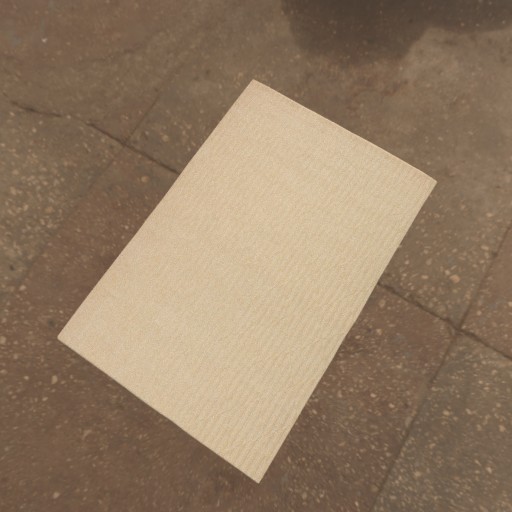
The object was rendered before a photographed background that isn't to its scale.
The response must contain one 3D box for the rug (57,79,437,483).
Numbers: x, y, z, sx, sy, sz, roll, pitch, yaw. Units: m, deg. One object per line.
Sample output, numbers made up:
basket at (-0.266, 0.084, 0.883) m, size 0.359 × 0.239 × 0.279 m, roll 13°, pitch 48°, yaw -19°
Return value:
rug at (0.000, 0.000, 2.373) m, size 1.238 × 0.014 × 1.848 m, roll 32°, pitch 77°, yaw 8°
